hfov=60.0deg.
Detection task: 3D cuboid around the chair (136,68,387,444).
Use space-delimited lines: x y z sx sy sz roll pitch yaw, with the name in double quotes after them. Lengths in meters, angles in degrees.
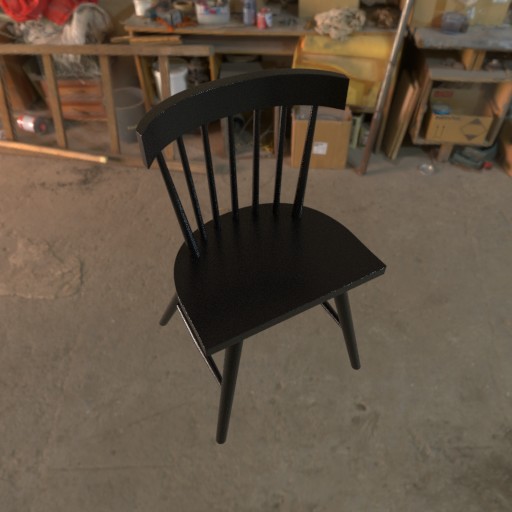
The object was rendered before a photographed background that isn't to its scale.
0.000 0.000 1.160 0.506 0.844 0.483 -22 51 -19 "chair"
